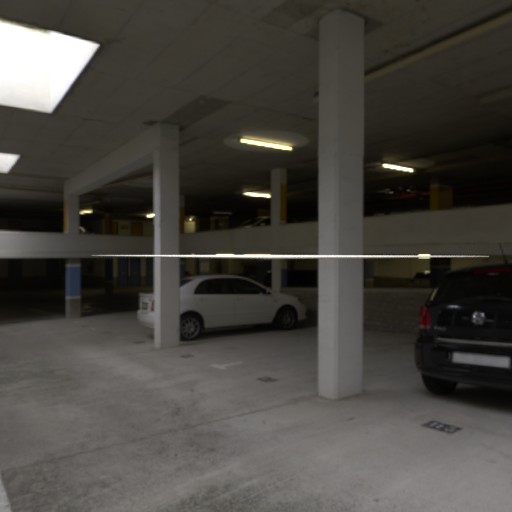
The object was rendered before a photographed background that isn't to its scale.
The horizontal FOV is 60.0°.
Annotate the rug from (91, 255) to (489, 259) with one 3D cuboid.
[{"bbox_3d":[0.000,0.000,2.931,1.523,0.006,2.289,0,0,-35],"label":"rug"}]
